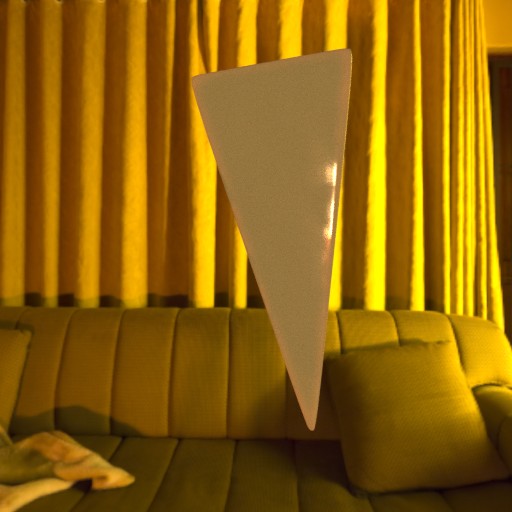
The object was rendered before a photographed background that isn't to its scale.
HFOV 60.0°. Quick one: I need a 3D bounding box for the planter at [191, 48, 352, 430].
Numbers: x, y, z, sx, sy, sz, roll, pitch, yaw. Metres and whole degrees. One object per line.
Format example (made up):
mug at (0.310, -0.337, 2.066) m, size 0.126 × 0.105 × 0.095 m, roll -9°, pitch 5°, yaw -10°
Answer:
planter at (0.000, 0.000, 0.217) m, size 0.064 × 0.178 × 0.080 m, roll 0°, pitch 0°, yaw -19°
